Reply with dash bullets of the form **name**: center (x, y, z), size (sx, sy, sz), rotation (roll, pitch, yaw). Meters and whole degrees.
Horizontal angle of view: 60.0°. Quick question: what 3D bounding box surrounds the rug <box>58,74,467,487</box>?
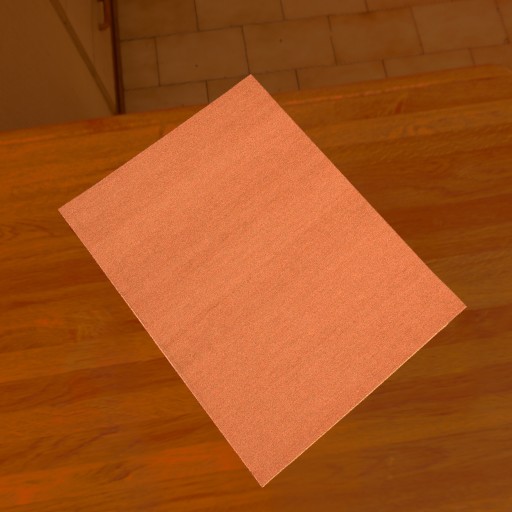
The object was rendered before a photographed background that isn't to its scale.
- **rug**: center (0.000, 0.000, 4.210), size (2.434, 0.045, 3.202), rotation (-38, 78, -9)
